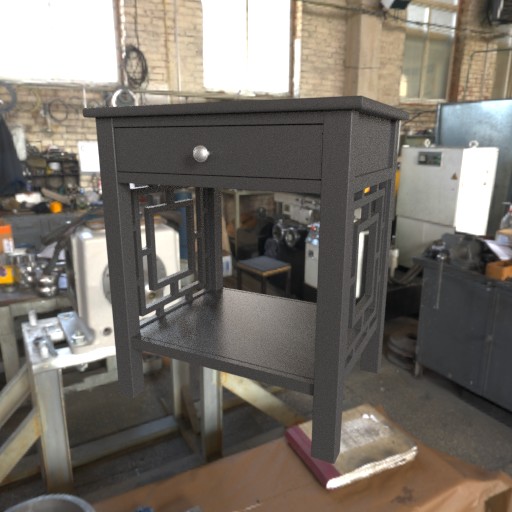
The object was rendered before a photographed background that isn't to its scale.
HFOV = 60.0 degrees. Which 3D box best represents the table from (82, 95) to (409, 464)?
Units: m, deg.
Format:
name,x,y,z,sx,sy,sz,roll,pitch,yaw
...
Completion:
name,x,y,z,sx,sy,sz,roll,pitch,yaw
table,0.000,0.000,1.030,0.564,0.646,0.451,7,16,26
